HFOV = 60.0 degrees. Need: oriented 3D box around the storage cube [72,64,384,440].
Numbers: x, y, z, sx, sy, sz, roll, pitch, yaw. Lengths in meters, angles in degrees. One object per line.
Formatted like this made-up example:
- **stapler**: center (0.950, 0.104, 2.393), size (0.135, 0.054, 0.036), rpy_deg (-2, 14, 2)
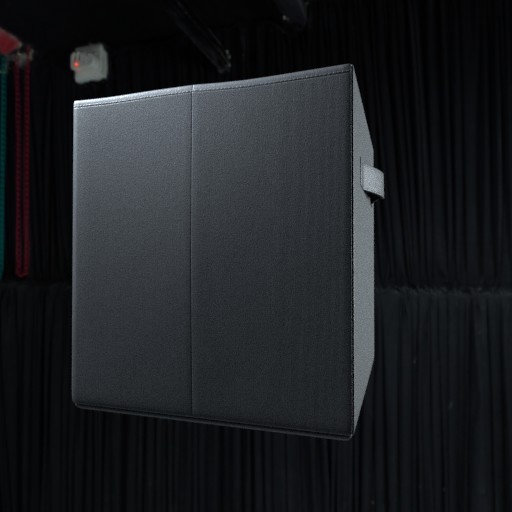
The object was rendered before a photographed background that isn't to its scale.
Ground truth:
- **storage cube**: center (0.000, 0.000, 0.487), size (0.270, 0.280, 0.270), rpy_deg (0, -1, 18)
